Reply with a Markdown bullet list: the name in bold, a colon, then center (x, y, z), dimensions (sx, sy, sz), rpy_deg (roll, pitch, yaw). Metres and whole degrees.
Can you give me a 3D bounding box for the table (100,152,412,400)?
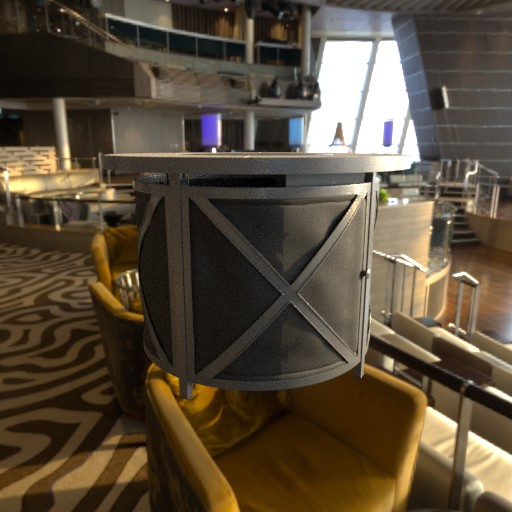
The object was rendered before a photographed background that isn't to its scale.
- **table**: center (0.000, 0.000, 1.451), dimensions (0.914, 0.650, 0.914), rpy_deg (0, 14, 0)
